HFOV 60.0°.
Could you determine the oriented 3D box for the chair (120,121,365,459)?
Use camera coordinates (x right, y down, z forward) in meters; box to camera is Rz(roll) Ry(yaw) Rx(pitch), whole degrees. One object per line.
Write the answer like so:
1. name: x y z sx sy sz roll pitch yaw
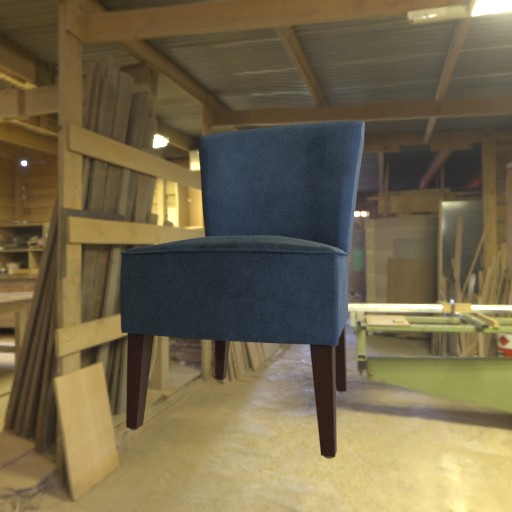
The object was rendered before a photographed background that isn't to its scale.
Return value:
1. chair: 0.000 0.000 1.162 0.521 0.806 0.551 0 0 18
